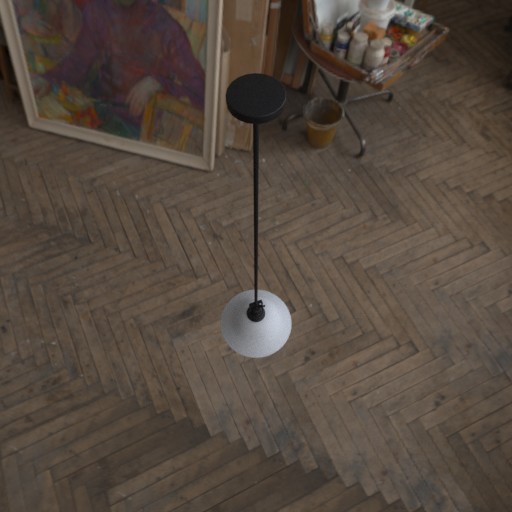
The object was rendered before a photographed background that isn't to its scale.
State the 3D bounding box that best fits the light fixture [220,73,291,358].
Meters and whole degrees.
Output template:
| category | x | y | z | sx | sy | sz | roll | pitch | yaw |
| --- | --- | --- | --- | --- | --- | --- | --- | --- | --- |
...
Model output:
| category | x | y | z | sx | sy | sz | roll | pitch | yaw |
| --- | --- | --- | --- | --- | --- | --- | --- | --- | --- |
| light fixture | 0.000 | 0.000 | 1.428 | 0.324 | 1.337 | 0.324 | -17 | 64 | -9 |
